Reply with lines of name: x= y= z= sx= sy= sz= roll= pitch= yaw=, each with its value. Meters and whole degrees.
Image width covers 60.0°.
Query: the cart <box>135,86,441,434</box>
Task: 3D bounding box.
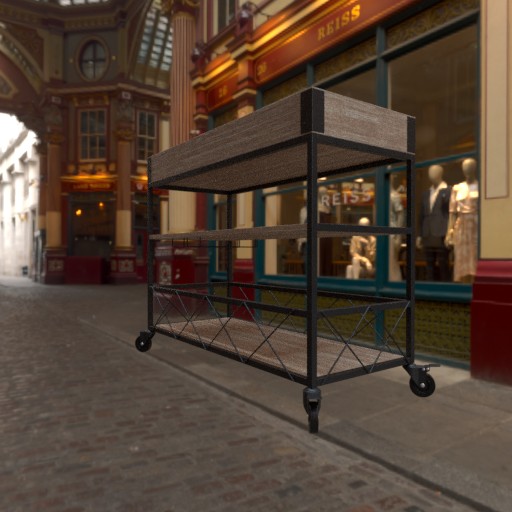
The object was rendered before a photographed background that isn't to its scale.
cart: x=0.000 y=0.000 z=1.530 sx=0.500 sy=0.787 sz=1.101 roll=0 pitch=1 yaw=-36
